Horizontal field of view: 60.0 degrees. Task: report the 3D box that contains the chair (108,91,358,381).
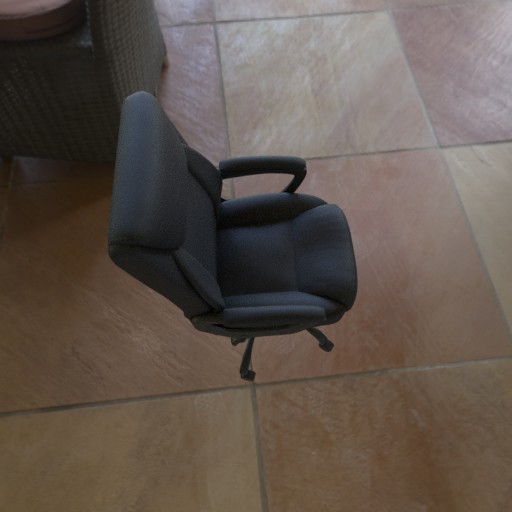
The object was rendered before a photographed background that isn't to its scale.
[{"bbox_3d":[0.000,0.000,1.462,0.655,1.072,0.615,-3,64,-1],"label":"chair"}]
